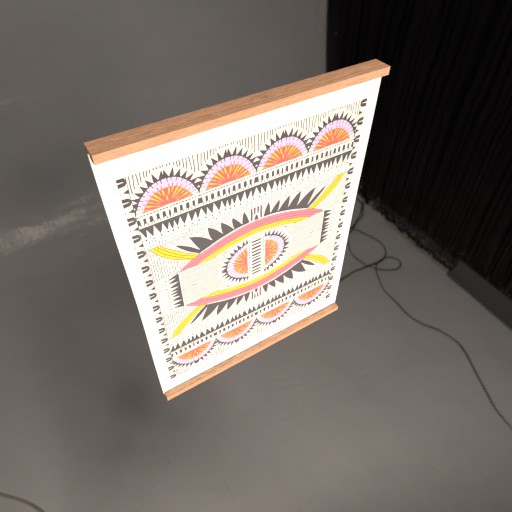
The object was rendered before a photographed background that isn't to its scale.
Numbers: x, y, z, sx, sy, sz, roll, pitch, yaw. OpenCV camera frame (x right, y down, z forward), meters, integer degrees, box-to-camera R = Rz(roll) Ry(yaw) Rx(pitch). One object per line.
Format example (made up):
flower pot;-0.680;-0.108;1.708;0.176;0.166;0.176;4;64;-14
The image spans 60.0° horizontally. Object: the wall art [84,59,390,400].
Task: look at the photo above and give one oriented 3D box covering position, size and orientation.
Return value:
wall art;0.000;0.000;0.709;0.403;0.527;0.028;-24;51;-21
